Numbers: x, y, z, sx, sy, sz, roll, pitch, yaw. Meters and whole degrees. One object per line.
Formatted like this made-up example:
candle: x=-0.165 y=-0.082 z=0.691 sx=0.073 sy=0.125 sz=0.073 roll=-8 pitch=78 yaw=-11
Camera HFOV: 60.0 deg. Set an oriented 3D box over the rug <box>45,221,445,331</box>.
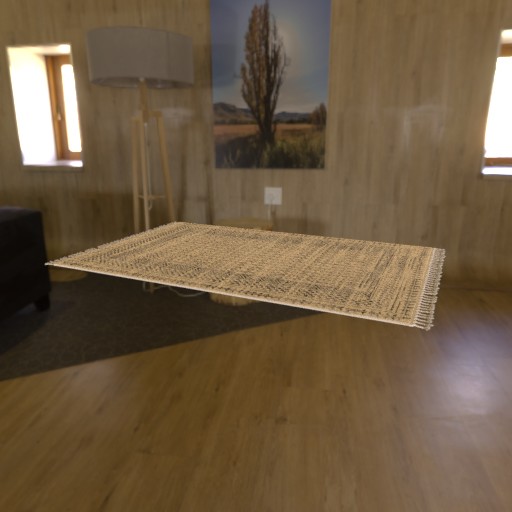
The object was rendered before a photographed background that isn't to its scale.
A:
rug: x=0.000 y=0.000 z=3.191 sx=2.486 sy=0.013 sz=1.548 roll=7 pitch=18 yaw=24
